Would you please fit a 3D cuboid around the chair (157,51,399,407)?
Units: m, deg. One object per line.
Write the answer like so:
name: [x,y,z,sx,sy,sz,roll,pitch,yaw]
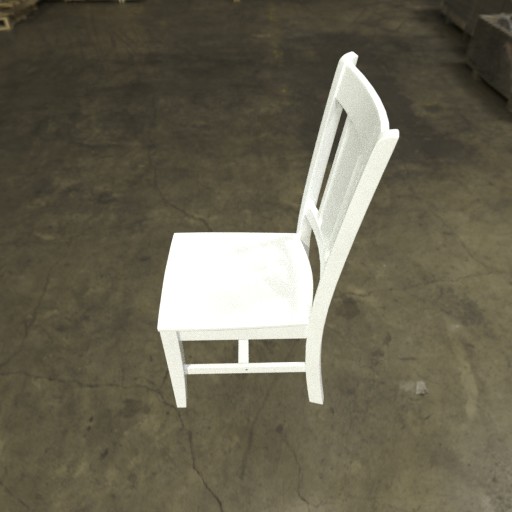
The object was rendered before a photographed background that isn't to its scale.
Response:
chair: [0.000,0.000,1.301,0.555,0.998,0.450,-1,43,-1]
